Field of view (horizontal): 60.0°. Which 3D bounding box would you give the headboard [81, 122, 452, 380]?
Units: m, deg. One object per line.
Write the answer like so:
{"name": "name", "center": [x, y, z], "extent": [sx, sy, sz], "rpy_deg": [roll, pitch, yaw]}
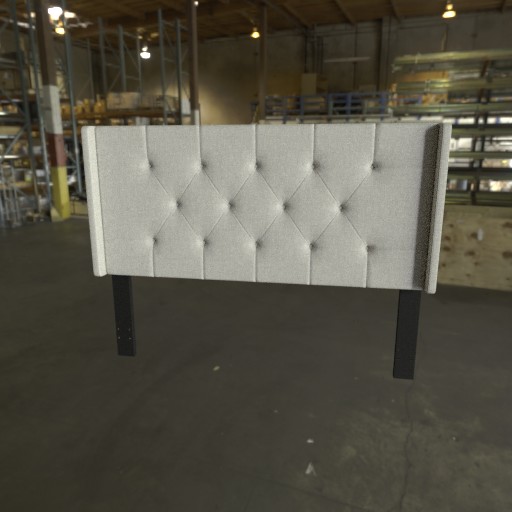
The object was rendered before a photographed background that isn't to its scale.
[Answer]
{"name": "headboard", "center": [0.000, 0.000, 2.677], "extent": [2.051, 1.524, 0.184], "rpy_deg": [2, 14, 10]}
